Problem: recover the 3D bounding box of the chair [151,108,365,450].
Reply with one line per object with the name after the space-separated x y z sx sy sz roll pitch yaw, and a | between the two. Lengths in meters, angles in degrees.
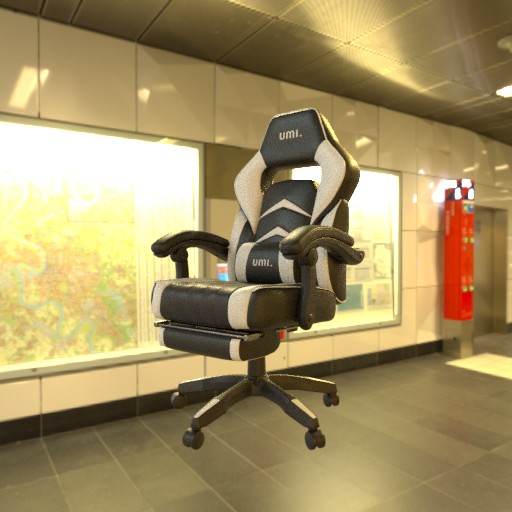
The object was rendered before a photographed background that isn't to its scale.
0.000 0.000 1.642 0.676 1.200 0.700 1 1 37 | chair
